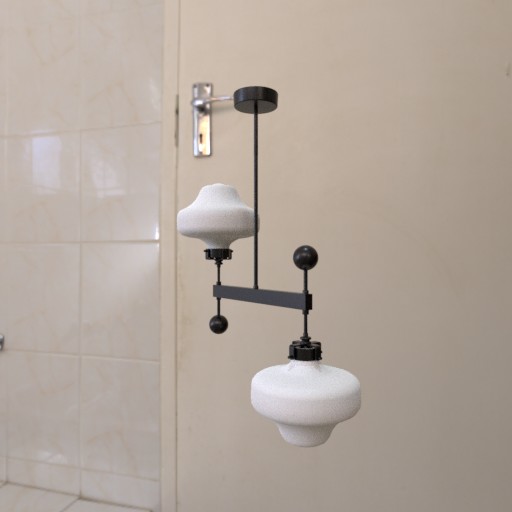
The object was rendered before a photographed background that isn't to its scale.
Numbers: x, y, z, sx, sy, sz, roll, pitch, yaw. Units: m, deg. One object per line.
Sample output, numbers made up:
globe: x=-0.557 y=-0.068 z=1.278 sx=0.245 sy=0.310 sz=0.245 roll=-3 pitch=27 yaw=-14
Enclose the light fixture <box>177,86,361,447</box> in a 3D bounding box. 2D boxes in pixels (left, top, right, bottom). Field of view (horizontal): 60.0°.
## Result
light fixture: x=0.000 y=0.000 z=1.017 sx=0.489 sy=0.743 sz=0.422 roll=0 pitch=0 yaw=18
